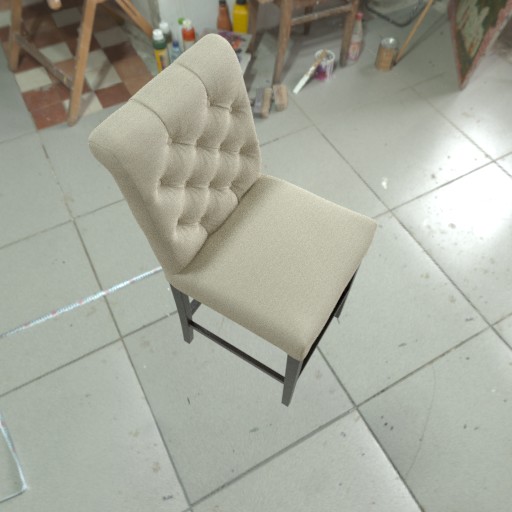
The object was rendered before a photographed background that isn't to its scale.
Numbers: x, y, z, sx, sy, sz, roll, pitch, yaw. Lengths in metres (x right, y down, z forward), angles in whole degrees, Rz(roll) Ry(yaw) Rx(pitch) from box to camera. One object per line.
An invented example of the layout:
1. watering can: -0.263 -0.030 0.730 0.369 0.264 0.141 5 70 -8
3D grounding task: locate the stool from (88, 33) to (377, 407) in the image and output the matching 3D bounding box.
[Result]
1. stool: 0.000 0.000 1.433 0.610 1.118 0.482 28 63 16
